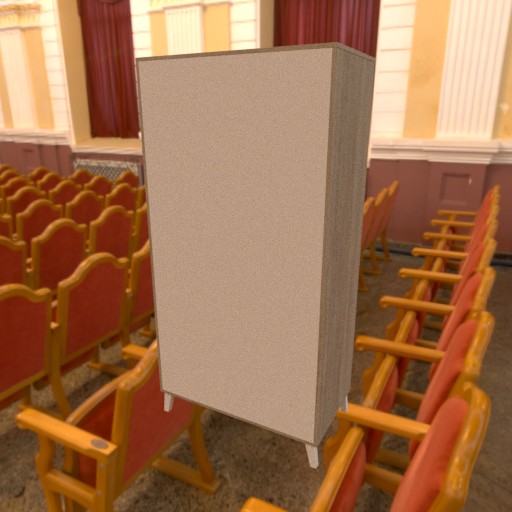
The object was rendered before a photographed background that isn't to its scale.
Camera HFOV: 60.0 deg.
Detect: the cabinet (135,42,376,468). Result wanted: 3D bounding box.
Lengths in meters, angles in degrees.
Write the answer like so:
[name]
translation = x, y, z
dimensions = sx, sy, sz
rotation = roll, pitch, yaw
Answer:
[cabinet]
translation = 0.000, 0.000, 2.436
dimensions = 1.006, 1.999, 0.571
rotation = 9, 20, 27
